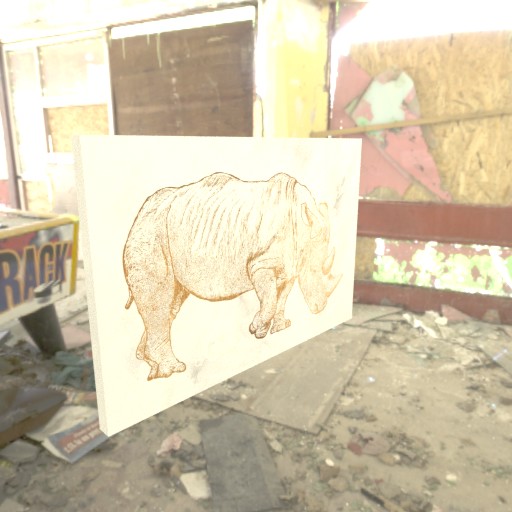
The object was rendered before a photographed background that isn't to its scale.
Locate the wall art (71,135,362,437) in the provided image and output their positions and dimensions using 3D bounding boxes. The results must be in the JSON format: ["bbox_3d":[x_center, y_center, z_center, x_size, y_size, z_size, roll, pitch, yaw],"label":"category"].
[{"bbox_3d":[0.000,0.000,1.180,0.038,0.610,0.915,14,20,43],"label":"wall art"}]
